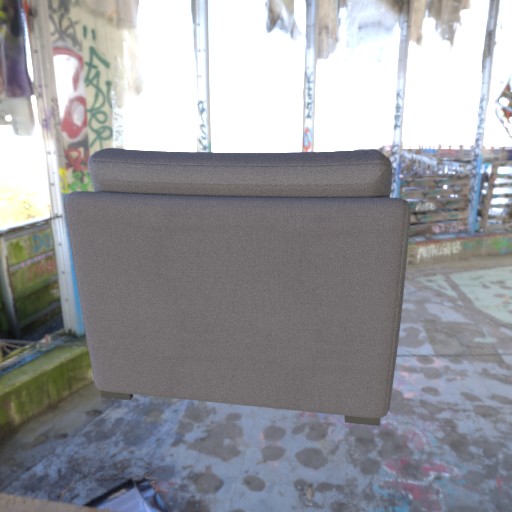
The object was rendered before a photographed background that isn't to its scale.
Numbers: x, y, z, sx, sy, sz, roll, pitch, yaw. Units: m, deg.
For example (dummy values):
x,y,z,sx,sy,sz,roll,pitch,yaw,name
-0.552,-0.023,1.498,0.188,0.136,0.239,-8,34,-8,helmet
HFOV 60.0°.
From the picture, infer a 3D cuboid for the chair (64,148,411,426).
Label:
x,y,z,sx,sy,sz,roll,pitch,yaw,name
0.000,0.000,1.962,1.168,0.940,1.143,3,15,9,chair
